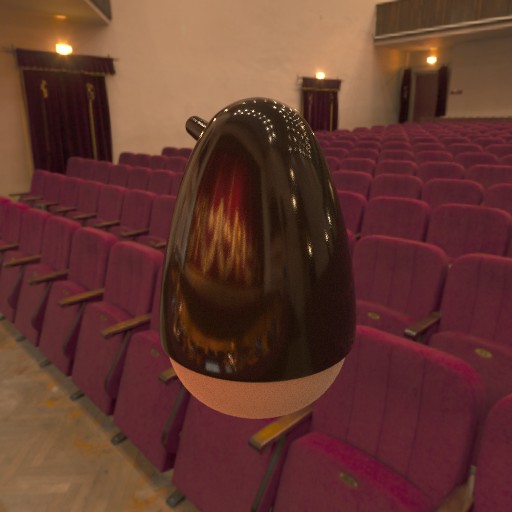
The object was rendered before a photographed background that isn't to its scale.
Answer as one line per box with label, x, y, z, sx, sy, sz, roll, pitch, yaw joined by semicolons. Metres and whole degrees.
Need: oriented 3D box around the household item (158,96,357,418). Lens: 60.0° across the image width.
household item;0.000;0.000;0.224;0.102;0.152;0.104;-15;23;-41
